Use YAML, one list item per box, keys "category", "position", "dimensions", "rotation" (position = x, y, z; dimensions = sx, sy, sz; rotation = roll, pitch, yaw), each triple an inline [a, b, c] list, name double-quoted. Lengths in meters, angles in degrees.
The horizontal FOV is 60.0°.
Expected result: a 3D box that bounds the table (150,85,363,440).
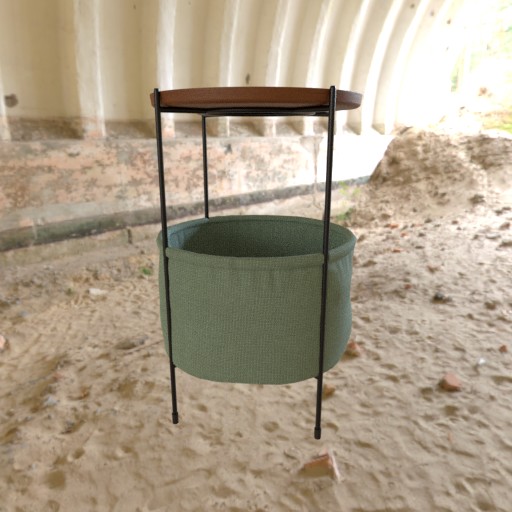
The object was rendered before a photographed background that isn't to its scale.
- category: "table"
  position: [0.000, 0.000, 0.906]
  dimensions: [0.400, 0.623, 0.400]
  rotation: [2, 16, 9]
